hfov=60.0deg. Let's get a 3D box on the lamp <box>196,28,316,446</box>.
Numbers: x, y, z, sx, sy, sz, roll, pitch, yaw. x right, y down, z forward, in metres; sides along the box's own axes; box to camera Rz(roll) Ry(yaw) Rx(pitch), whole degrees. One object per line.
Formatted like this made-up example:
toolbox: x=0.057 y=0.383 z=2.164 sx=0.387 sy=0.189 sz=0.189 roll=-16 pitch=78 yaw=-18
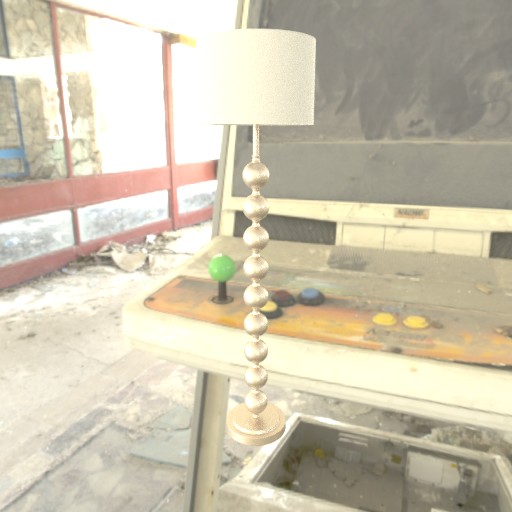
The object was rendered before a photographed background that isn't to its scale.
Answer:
lamp: x=0.000 y=0.000 z=1.654 sx=0.394 sy=1.474 sz=0.394 roll=-15 pitch=21 yaw=-42
